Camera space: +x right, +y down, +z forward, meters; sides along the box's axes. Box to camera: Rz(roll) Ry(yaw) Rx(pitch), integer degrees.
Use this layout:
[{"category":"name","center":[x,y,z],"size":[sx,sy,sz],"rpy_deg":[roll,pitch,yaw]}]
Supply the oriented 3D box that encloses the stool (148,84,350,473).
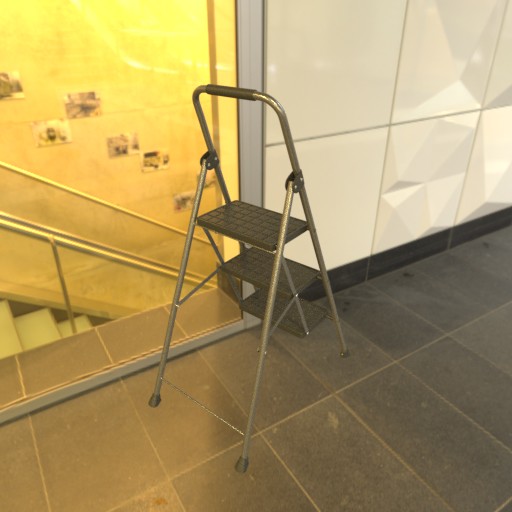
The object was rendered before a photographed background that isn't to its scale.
[{"category":"stool","center":[0.000,0.000,1.521],"size":[0.473,1.121,0.733],"rpy_deg":[21,35,33]}]
